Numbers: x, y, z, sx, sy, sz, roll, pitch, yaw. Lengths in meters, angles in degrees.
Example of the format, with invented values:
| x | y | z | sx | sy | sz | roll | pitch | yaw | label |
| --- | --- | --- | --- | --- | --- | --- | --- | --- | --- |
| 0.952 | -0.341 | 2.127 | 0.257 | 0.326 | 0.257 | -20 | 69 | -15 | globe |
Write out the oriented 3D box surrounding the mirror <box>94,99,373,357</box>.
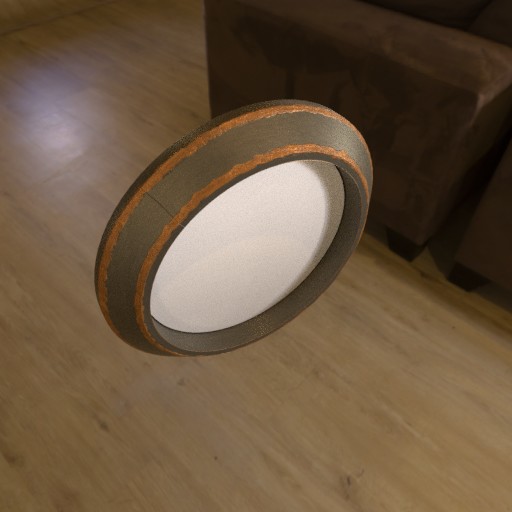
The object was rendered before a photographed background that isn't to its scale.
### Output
| x | y | z | sx | sy | sz | roll | pitch | yaw | label |
| --- | --- | --- | --- | --- | --- | --- | --- | --- | --- |
| 0.000 | 0.000 | 1.310 | 0.907 | 0.907 | 0.111 | -24 | 52 | -20 | mirror |
